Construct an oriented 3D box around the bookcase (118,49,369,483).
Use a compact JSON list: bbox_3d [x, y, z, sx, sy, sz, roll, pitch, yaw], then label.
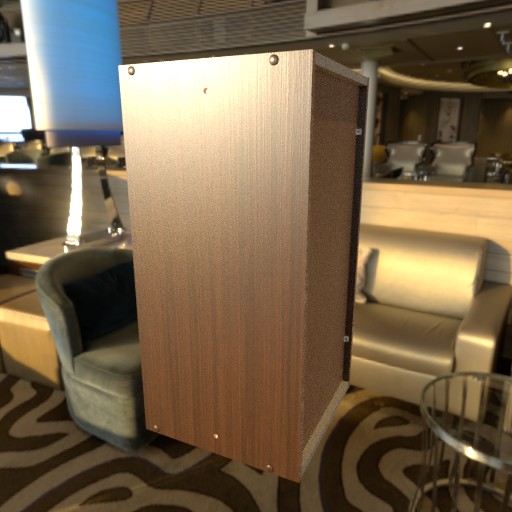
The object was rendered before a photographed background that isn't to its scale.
[{"bbox_3d":[0.000,0.000,0.777,0.290,0.600,0.300,7,17,25],"label":"bookcase"}]
